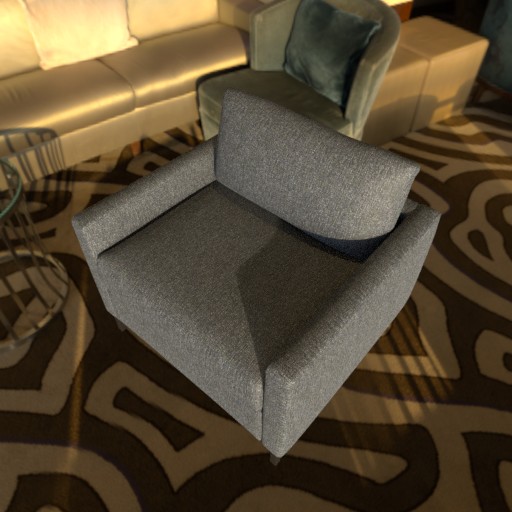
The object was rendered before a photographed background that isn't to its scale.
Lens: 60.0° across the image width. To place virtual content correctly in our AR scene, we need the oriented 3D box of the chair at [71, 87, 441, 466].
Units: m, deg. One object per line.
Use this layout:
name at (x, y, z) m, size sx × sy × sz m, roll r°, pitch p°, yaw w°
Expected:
chair at (0.000, 0.000, 1.618) m, size 0.963 × 0.861 × 0.866 m, roll 32°, pitch 54°, yaw 27°
